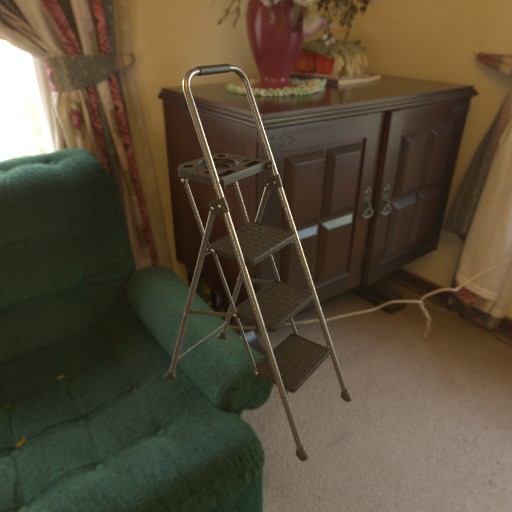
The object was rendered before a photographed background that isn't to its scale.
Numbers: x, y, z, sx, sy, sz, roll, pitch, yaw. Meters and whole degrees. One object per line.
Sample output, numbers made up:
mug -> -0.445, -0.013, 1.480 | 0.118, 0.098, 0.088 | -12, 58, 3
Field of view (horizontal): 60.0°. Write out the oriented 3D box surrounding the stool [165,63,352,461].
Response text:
stool -> 0.000, 0.000, 1.627 | 0.733, 1.277, 0.396 | 19, 33, 32
